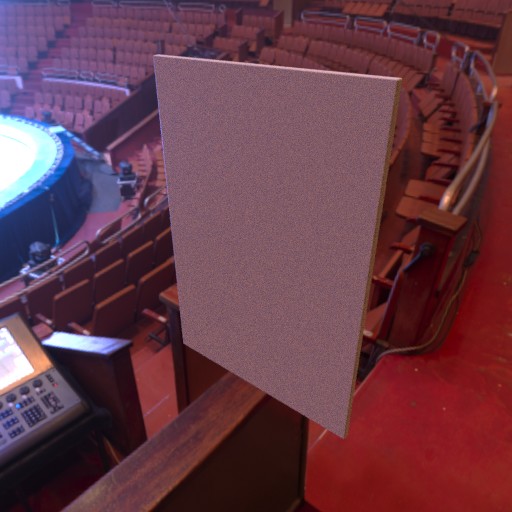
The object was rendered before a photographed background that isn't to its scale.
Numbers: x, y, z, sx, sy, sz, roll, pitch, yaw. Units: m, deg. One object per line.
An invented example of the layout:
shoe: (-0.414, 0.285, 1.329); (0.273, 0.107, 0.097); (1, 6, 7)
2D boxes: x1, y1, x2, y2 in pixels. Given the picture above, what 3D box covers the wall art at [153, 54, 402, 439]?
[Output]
wall art: (0.000, 0.000, 0.604); (0.329, 0.482, 0.011); (22, 36, 33)
